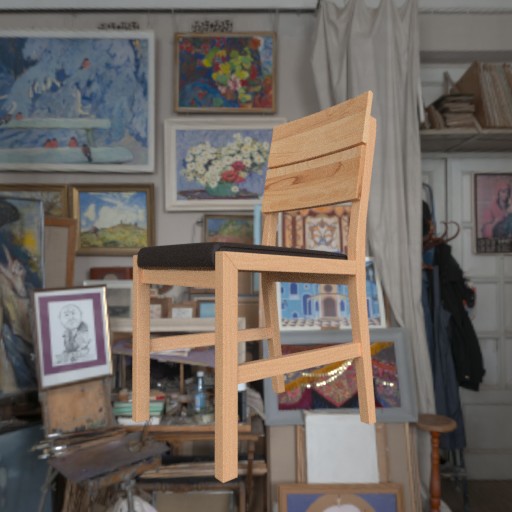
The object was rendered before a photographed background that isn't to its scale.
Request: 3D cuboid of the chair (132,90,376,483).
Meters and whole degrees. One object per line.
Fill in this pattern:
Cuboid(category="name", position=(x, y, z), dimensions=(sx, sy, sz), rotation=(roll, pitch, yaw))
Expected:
Cuboid(category="chair", position=(0.000, 0.000, 1.275), dimensions=(0.560, 0.950, 0.475), rotation=(1, -2, -38))
